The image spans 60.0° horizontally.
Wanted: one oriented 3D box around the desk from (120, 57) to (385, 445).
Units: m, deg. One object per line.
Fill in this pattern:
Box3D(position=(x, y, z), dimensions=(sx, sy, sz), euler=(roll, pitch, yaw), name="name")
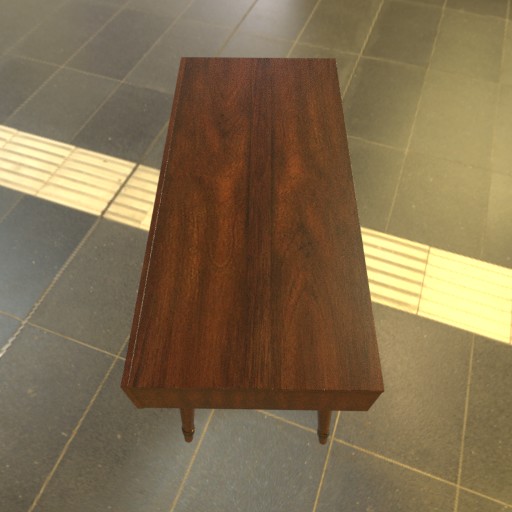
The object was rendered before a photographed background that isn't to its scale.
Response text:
Box3D(position=(0.000, 0.000, 2.094), dimensions=(0.734, 1.031, 1.577), euler=(1, 56, 0), name="desk")
